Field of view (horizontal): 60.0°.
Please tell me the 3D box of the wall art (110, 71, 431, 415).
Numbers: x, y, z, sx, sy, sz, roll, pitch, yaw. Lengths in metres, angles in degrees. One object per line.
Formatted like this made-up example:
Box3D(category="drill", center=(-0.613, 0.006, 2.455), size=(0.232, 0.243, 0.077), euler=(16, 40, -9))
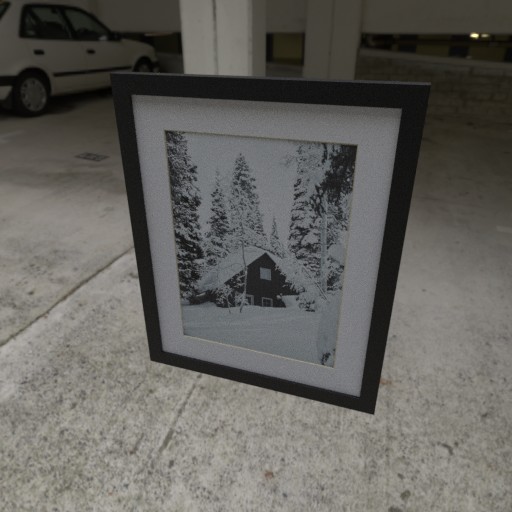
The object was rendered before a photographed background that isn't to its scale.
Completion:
Box3D(category="wall art", center=(0.000, 0.000, 0.528), size=(0.325, 0.397, 0.018), euler=(9, 29, 16))
